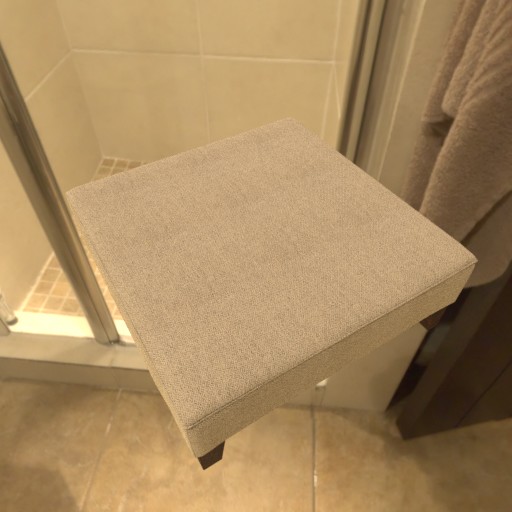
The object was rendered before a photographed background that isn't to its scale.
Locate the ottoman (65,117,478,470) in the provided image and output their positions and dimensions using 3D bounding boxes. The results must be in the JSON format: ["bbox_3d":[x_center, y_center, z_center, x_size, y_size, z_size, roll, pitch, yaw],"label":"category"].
[{"bbox_3d":[0.000,0.000,1.530,0.973,0.381,0.982,-24,51,-21],"label":"ottoman"}]
